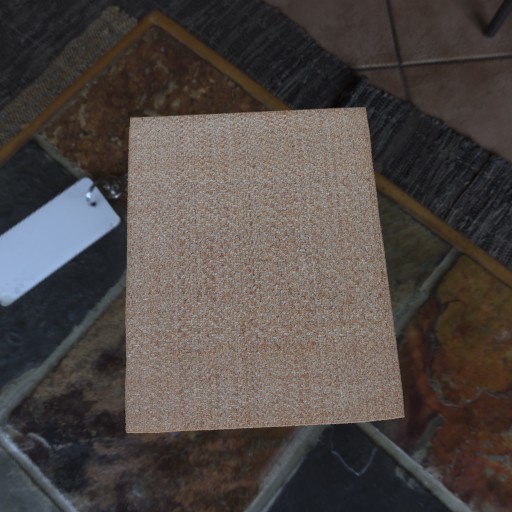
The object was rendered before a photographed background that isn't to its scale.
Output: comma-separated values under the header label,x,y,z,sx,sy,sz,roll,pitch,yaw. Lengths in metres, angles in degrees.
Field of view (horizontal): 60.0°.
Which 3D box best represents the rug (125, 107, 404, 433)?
label,x,y,z,sx,sy,sz,roll,pitch,yaw
rug,0.000,0.000,4.179,2.439,0.013,3.048,-3,76,-1
